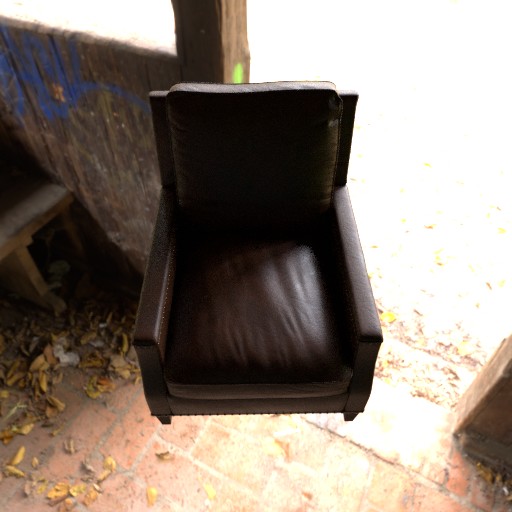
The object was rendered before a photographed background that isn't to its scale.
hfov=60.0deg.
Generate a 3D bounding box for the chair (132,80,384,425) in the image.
[{"bbox_3d":[0.000,0.000,1.789,0.854,1.054,1.035,-1,47,-1],"label":"chair"}]
